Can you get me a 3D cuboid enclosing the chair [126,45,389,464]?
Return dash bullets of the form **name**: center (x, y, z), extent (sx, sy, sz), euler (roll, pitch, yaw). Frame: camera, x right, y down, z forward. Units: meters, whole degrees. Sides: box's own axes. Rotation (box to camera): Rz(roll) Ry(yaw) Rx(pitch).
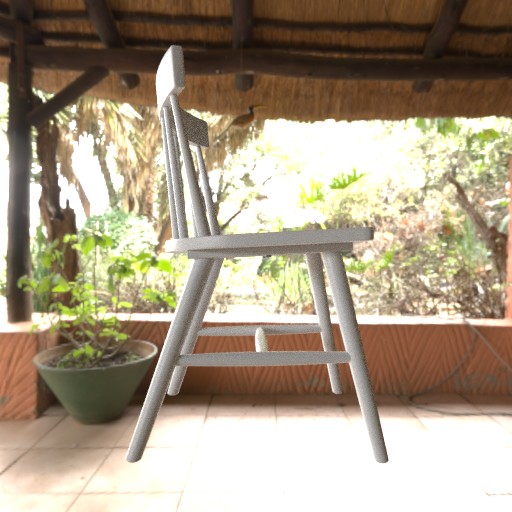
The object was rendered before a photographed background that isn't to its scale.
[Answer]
- **chair**: center (0.000, 0.000, 1.061), extent (0.500, 0.787, 0.483), euler (0, -1, 0)
